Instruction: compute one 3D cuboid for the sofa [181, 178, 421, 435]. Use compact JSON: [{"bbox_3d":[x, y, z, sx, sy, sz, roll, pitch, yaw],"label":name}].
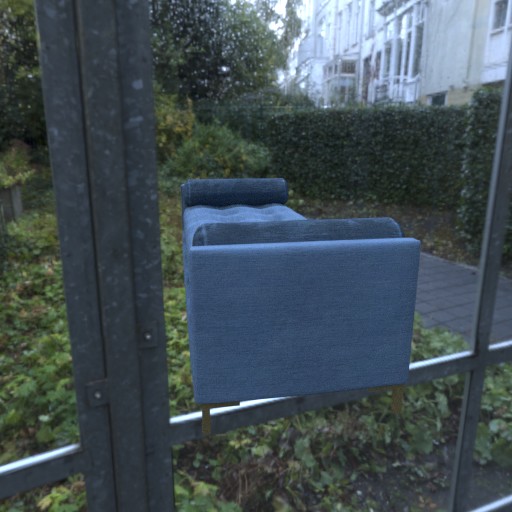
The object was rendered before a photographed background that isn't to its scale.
[{"bbox_3d":[0.000,0.000,2.467,0.796,0.705,2.102,-3,15,-10],"label":"sofa"}]
